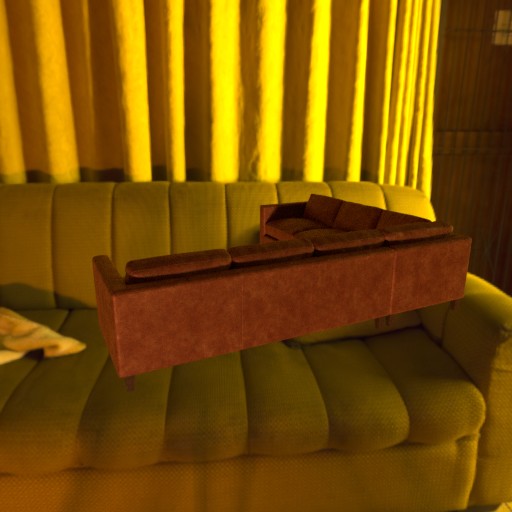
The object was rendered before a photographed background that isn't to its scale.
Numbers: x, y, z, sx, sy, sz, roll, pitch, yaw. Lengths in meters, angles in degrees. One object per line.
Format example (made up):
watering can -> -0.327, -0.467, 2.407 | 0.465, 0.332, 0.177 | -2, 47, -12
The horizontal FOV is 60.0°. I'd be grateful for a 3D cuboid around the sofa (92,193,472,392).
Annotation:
sofa -> 0.000, 0.000, 4.434 | 3.150, 0.838, 2.438 | -8, 18, -25
